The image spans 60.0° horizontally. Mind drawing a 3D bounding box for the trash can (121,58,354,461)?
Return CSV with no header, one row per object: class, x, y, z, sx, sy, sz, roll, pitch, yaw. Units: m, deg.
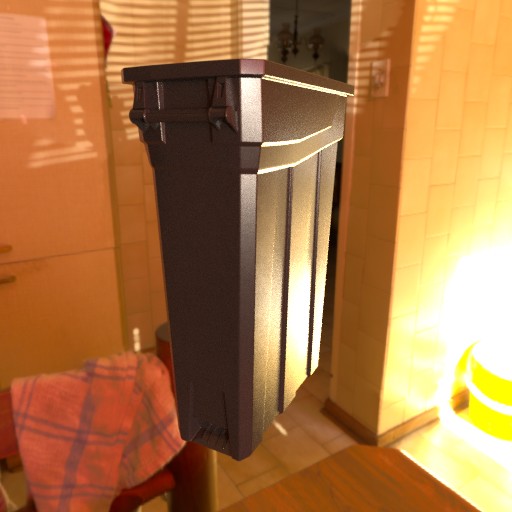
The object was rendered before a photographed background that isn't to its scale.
trash can,0.000,0.000,1.023,0.281,0.762,0.559,8,18,26
